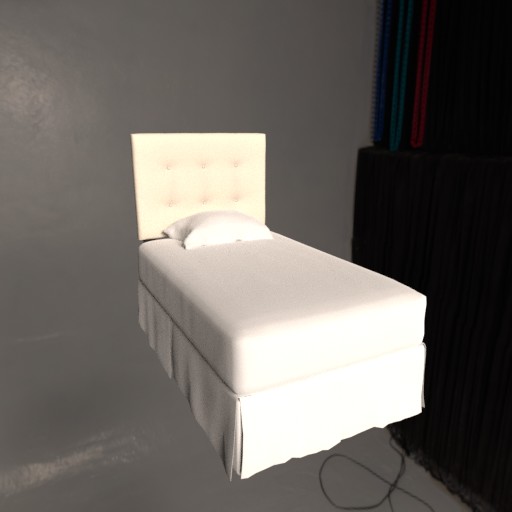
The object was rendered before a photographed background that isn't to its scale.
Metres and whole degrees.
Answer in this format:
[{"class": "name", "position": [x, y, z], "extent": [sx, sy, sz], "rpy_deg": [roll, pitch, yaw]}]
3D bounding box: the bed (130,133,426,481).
[{"class": "bed", "position": [0.000, 0.000, 2.958], "extent": [1.261, 1.571, 1.997], "rpy_deg": [-8, 18, -26]}]
